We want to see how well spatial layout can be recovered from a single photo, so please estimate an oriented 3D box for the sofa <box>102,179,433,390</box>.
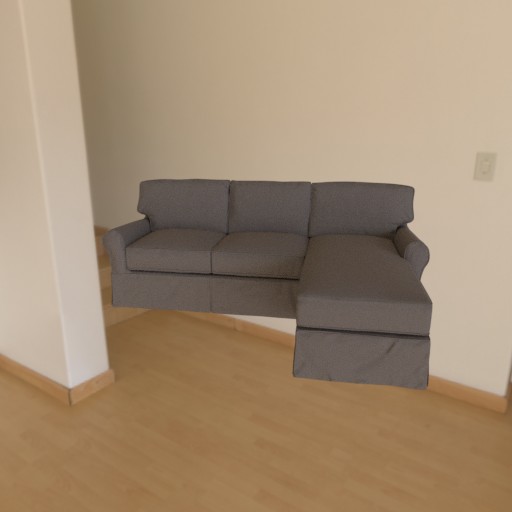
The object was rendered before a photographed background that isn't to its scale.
[{"bbox_3d":[0.000,0.000,3.312,2.475,0.978,1.733,3,16,9],"label":"sofa"}]
